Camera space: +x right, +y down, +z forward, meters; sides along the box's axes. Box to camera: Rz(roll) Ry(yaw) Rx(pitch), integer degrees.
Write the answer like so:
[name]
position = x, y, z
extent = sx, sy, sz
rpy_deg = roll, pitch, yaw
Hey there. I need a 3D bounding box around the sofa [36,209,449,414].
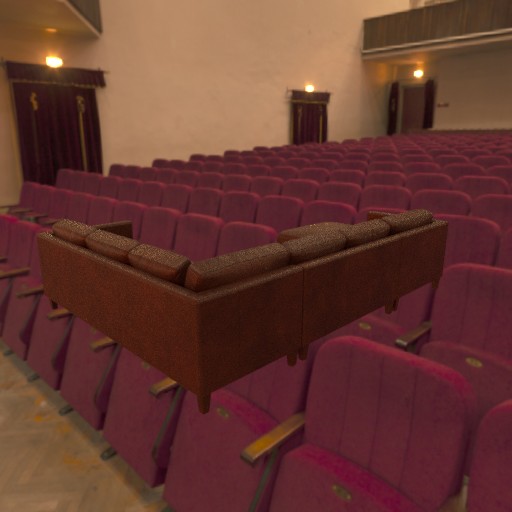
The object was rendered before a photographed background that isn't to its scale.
[sofa]
position = 0.000, 0.000, 4.468
extent = 3.324, 0.891, 2.452
rpy_deg = -15, 21, -43
